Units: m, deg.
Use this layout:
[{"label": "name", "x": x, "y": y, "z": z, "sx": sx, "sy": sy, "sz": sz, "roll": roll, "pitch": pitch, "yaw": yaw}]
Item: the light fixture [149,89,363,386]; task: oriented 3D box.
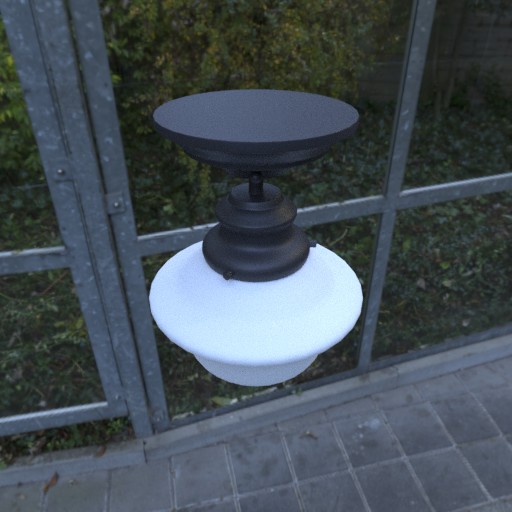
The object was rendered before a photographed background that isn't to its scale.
[{"label": "light fixture", "x": 0.000, "y": 0.000, "z": 0.396, "sx": 0.197, "sy": 0.254, "sz": 0.197, "roll": 0, "pitch": 32, "yaw": 0}]
